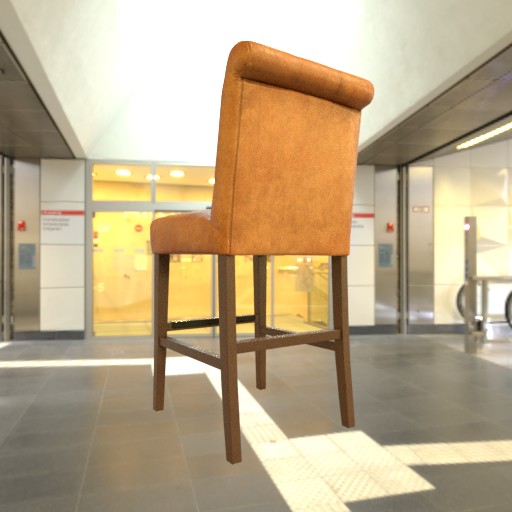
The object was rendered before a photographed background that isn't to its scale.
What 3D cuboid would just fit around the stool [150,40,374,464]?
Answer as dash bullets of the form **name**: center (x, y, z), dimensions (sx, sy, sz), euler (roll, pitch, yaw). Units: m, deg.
- **stool**: center (0.000, 0.000, 1.401), dimensions (0.493, 1.047, 0.601), euler (0, 0, -35)
